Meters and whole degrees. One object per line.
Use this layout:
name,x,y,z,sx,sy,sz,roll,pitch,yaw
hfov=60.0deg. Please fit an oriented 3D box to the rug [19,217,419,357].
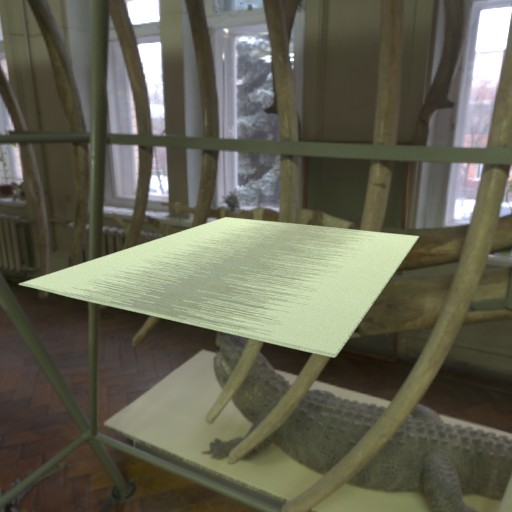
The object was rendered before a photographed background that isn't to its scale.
rug,0.000,0.000,4.072,2.453,0.010,3.037,8,18,26
